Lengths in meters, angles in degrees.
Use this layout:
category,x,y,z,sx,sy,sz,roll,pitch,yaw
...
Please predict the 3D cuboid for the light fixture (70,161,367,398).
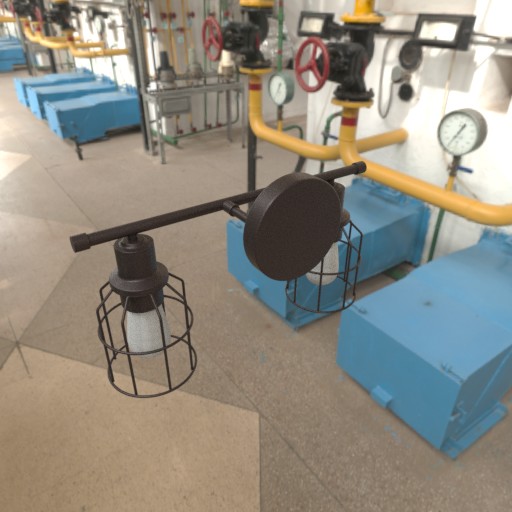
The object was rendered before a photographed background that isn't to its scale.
category,x,y,z,sx,sy,sz,roll,pitch,yaw
light fixture,0.000,0.000,0.555,0.406,0.254,0.165,-19,36,-29
